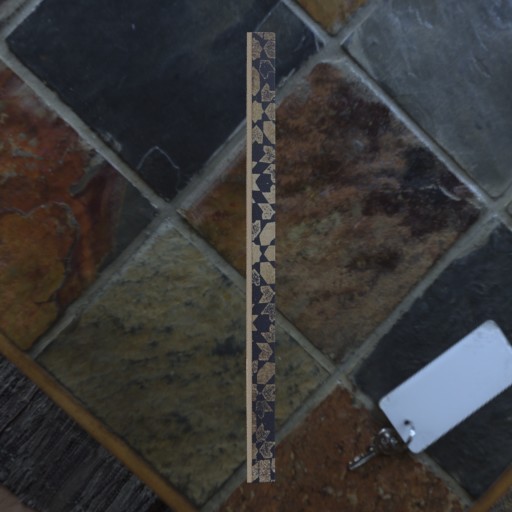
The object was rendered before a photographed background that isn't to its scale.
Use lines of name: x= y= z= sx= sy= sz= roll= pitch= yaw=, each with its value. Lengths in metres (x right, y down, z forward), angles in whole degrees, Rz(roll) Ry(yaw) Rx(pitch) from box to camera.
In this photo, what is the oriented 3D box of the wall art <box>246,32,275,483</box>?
wall art: x=0.000 y=0.000 z=0.906 sx=0.038 sy=0.612 sz=0.612 roll=0 pitch=91 yaw=-1
